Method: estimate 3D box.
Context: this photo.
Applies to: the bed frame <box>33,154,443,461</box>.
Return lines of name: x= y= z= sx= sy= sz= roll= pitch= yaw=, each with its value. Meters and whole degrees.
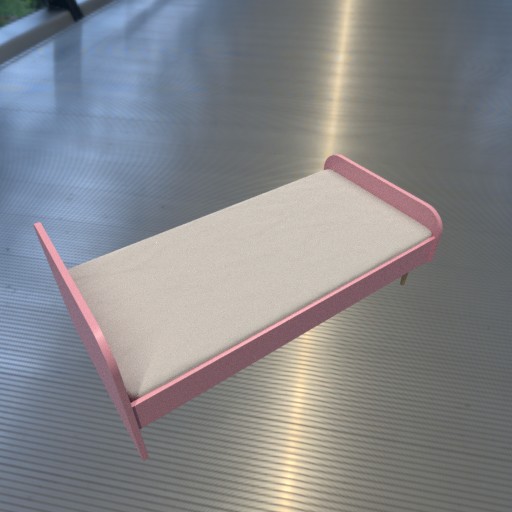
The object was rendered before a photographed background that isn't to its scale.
bed frame: x=0.000 y=0.000 z=2.502 sx=1.963 sy=0.805 sz=0.998 roll=-25 pitch=46 yaw=-26
